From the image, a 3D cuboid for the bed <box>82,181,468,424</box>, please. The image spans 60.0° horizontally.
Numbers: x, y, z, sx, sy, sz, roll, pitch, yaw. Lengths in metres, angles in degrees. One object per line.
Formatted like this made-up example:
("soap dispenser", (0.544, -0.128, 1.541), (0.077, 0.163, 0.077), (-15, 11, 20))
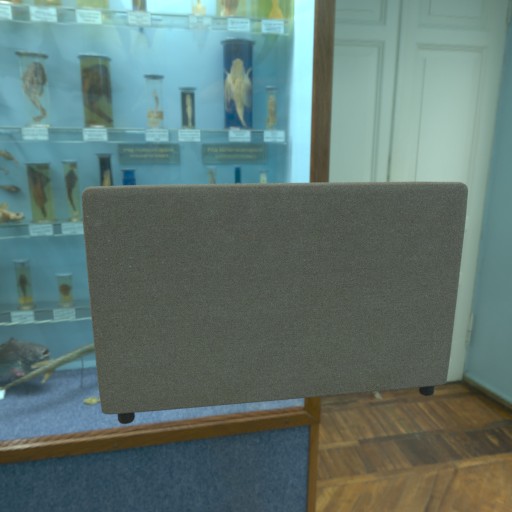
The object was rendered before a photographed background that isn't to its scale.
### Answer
("bed", (0.000, 0.000, 3.521), (2.119, 1.317, 2.341), (-2, 14, -9))
